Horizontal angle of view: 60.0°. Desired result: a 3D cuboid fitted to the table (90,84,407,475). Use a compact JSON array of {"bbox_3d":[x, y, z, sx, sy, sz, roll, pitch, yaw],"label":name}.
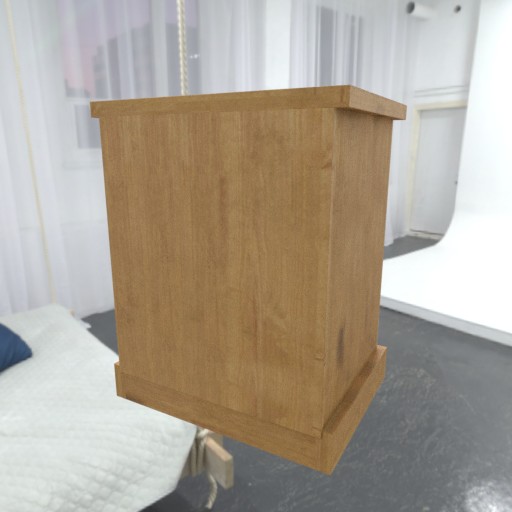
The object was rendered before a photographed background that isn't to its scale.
[{"bbox_3d":[0.000,0.000,1.246,0.660,0.813,0.500,8,16,28],"label":"table"}]
